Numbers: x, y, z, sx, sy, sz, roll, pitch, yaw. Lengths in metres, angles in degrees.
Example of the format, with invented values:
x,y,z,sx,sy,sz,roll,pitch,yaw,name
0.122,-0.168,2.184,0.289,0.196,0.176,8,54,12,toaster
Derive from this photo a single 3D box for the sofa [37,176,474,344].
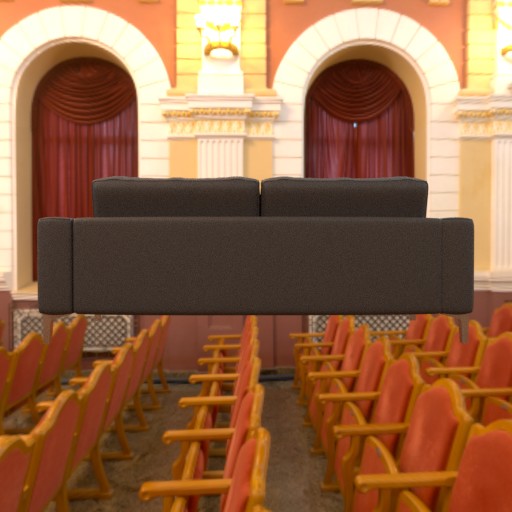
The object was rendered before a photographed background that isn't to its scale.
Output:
x,y,z,sx,sy,sz,roll,pitch,yaw,name
0.000,0.000,2.665,2.275,0.893,0.833,0,1,0,sofa
